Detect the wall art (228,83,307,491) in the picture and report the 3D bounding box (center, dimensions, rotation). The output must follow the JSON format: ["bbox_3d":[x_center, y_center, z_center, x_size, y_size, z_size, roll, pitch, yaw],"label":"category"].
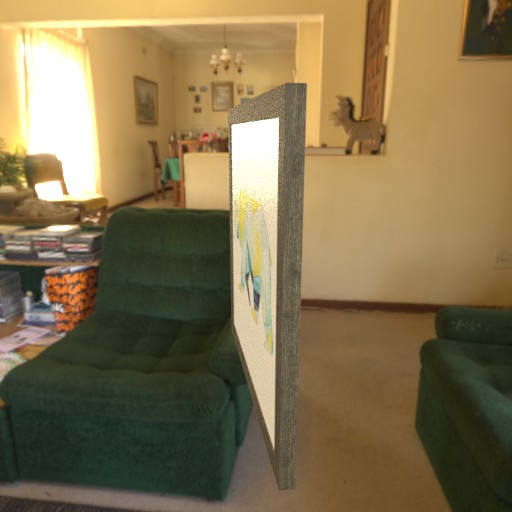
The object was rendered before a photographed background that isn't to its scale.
[{"bbox_3d":[0.000,0.000,0.693,0.027,0.459,0.462,-3,16,-10],"label":"wall art"}]
